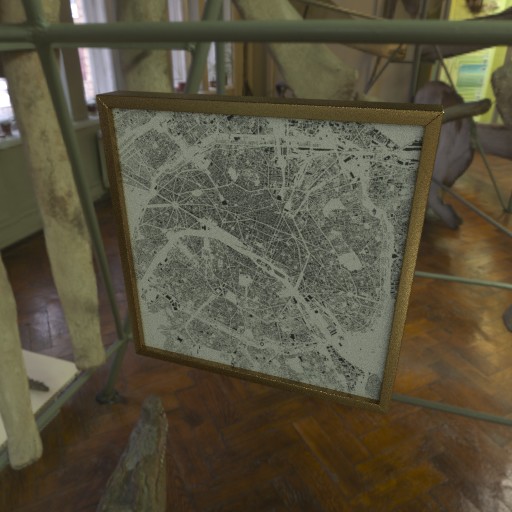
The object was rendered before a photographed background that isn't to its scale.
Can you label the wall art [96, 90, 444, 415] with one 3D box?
[{"bbox_3d":[0.000,0.000,0.453,0.305,0.305,0.037,9,28,17],"label":"wall art"}]
